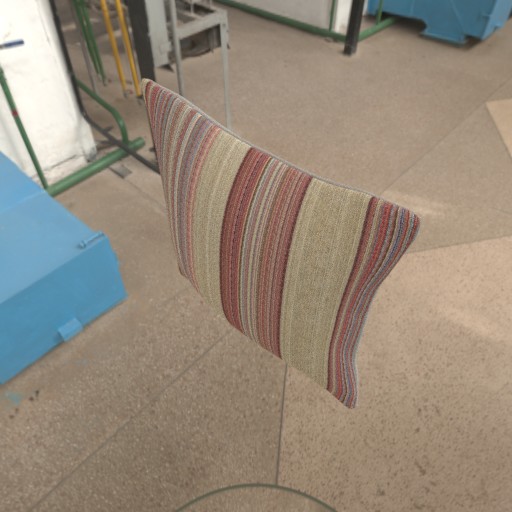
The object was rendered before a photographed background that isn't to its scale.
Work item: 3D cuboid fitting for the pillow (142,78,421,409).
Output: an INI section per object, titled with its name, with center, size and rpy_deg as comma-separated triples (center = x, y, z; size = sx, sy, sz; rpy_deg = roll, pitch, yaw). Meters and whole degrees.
[pillow]
center = 0.000, 0.000, 0.666
size = 0.437, 0.419, 0.136
rpy_deg = 34, 56, 28
